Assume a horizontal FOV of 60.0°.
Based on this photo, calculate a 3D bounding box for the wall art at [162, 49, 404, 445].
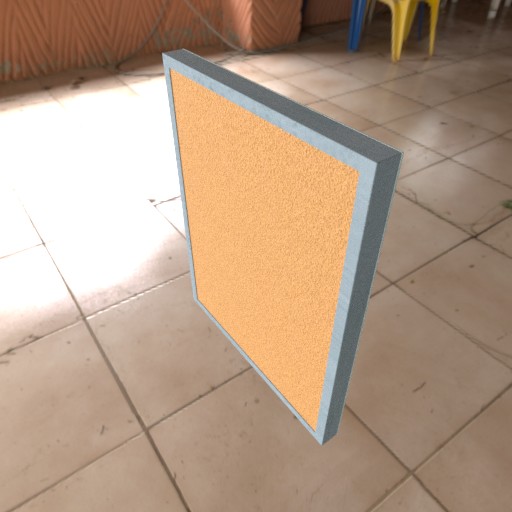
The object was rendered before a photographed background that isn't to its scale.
[{"bbox_3d":[0.000,0.000,0.687,0.037,0.509,0.409,-25,46,-27],"label":"wall art"}]
